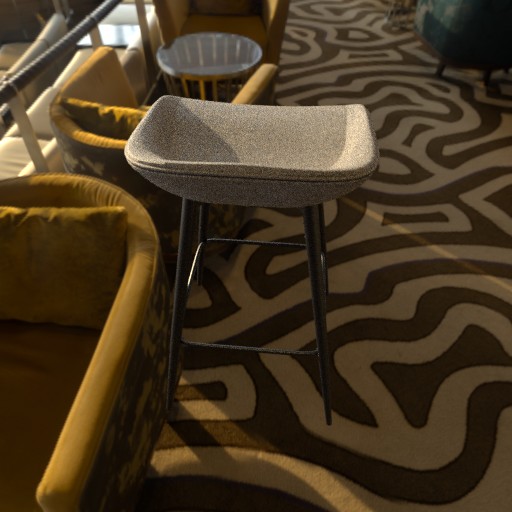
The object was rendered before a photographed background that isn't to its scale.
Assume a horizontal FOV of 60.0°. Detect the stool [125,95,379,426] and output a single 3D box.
[{"bbox_3d":[0.000,0.000,1.117,0.469,0.814,0.480,4,46,4],"label":"stool"}]
